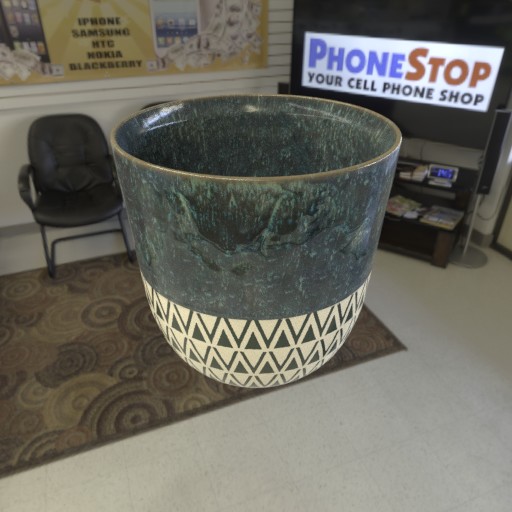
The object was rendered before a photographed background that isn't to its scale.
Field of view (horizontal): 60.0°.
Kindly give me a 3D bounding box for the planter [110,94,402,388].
[{"bbox_3d":[0.000,0.000,0.363,0.195,0.214,0.195,0,32,0],"label":"planter"}]
